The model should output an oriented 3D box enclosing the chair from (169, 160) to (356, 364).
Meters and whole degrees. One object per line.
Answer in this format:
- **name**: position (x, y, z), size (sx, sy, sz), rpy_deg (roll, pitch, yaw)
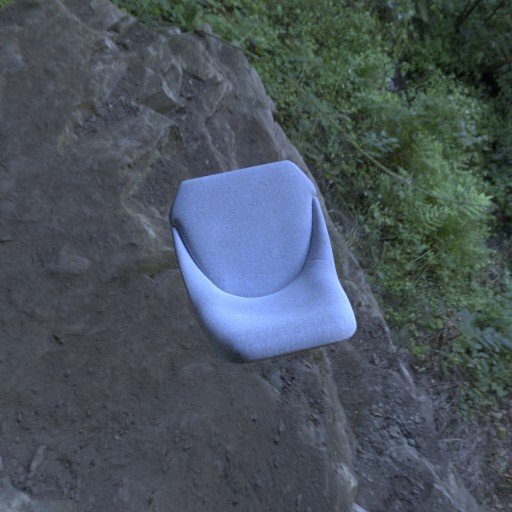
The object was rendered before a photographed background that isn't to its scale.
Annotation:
- **chair**: position (0.000, 0.000, 1.384), size (0.510, 1.040, 0.660), rpy_deg (-12, 75, -3)
